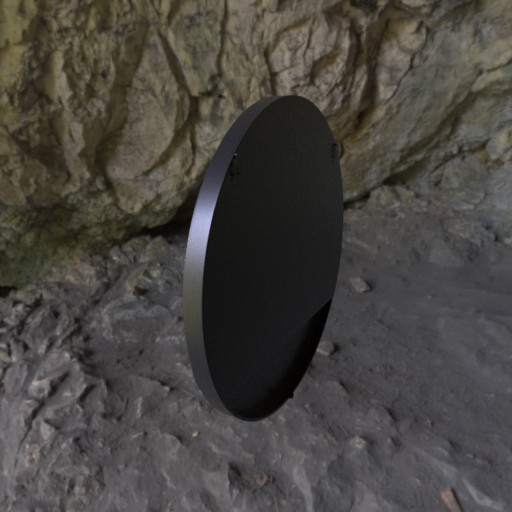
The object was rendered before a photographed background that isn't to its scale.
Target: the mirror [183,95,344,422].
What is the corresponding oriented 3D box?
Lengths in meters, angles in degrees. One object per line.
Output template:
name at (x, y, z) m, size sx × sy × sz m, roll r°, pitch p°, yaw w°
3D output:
mirror at (0.000, 0.000, 0.675) m, size 0.133 × 0.457 × 0.457 m, roll 9°, pitch 18°, yaw 27°
